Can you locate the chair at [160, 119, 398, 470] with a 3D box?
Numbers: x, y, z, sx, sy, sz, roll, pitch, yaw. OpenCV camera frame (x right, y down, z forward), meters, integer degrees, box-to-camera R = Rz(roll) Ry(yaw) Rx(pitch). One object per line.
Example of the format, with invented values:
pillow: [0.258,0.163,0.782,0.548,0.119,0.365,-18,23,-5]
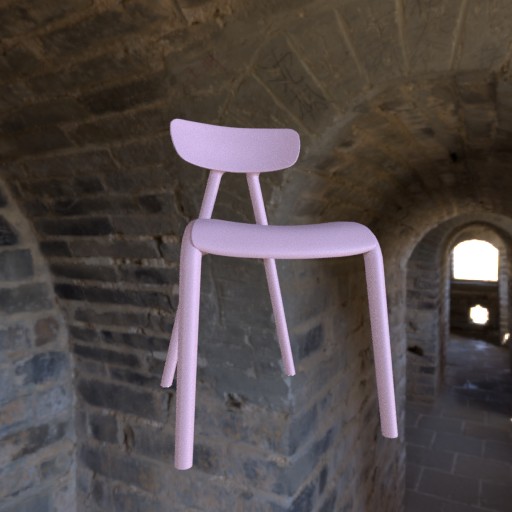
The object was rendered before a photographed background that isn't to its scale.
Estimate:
chair: [0.000,0.000,0.840,0.356,0.580,0.401,0,1,-18]
